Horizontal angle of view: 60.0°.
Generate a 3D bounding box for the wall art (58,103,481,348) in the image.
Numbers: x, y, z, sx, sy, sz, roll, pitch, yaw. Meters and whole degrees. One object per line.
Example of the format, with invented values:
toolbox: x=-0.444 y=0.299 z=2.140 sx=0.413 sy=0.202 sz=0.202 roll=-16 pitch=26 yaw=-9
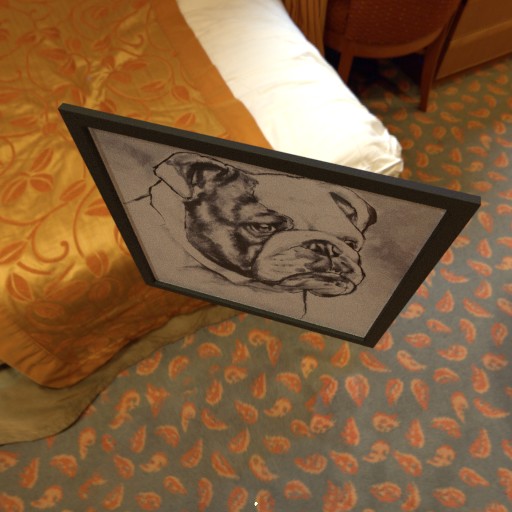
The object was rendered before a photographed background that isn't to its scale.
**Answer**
wall art: x=0.000 y=0.000 z=0.957 sx=0.663 sy=0.659 sz=0.016 roll=15 pitch=62 yaw=8
